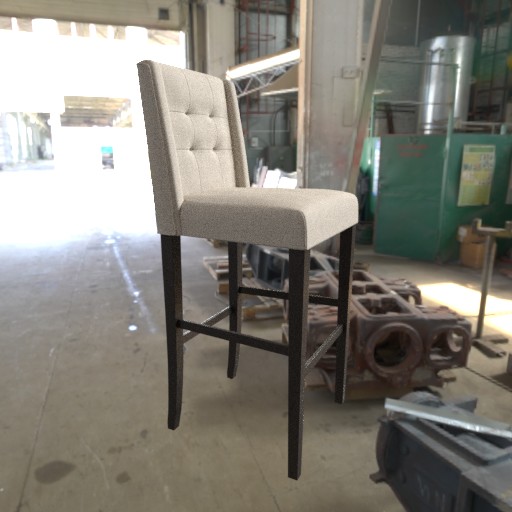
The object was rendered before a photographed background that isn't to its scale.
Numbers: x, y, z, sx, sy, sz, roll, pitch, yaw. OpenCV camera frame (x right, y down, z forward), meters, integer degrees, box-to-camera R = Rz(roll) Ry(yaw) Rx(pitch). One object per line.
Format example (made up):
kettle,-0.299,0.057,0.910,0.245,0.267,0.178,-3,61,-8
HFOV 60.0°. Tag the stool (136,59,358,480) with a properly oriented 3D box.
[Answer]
stool,0.000,0.000,1.375,0.509,1.116,0.474,7,15,27
